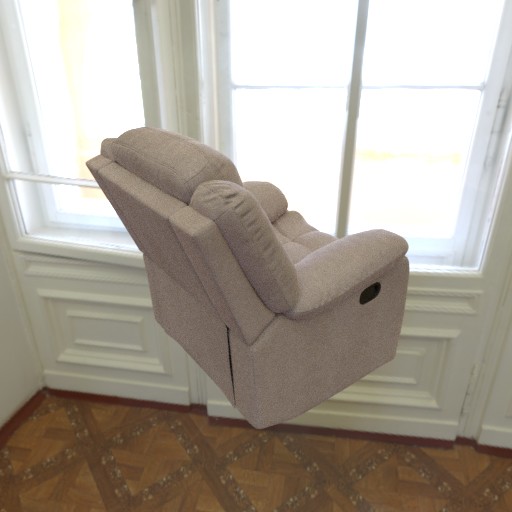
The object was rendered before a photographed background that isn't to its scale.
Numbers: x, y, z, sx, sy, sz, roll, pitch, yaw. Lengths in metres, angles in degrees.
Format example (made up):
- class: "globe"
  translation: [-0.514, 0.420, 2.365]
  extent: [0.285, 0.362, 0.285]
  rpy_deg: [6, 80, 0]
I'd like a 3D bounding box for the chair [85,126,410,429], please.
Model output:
- class: "chair"
  translation: [0.000, 0.000, 1.712]
  extent: [0.944, 1.008, 0.899]
  rpy_deg: [-18, 32, -32]
